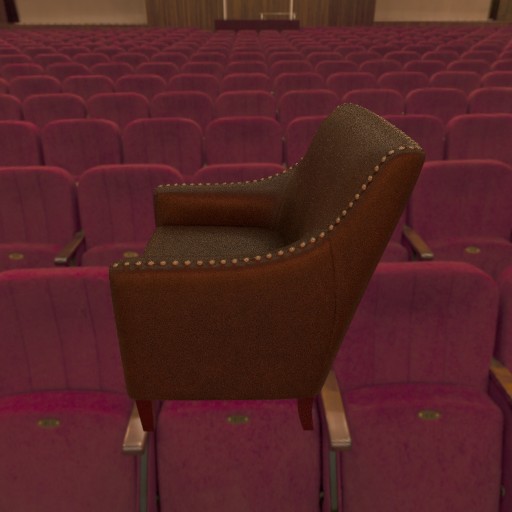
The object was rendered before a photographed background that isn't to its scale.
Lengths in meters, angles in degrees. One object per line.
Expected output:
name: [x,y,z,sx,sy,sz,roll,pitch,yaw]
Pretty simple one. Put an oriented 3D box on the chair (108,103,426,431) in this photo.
chair: [0.000,0.000,1.329,0.704,0.813,0.639,0,27,-1]
